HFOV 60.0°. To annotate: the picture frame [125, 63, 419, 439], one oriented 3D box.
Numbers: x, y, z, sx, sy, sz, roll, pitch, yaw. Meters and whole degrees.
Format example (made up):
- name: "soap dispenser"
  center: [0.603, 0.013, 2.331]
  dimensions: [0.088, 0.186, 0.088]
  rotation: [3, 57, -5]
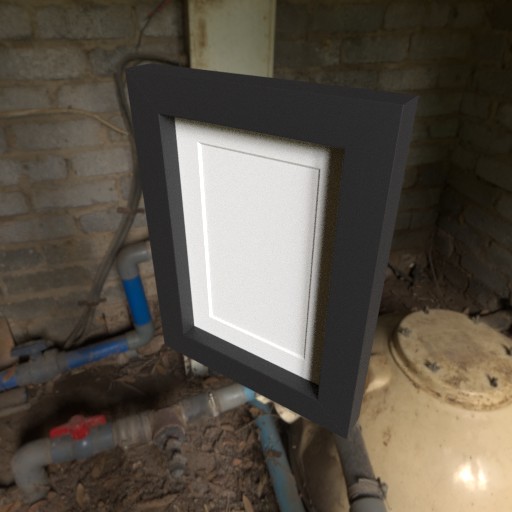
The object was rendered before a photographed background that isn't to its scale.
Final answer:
- name: "picture frame"
  center: [0.000, 0.000, 0.275]
  dimensions: [0.157, 0.208, 0.028]
  rotation: [19, 36, 28]
